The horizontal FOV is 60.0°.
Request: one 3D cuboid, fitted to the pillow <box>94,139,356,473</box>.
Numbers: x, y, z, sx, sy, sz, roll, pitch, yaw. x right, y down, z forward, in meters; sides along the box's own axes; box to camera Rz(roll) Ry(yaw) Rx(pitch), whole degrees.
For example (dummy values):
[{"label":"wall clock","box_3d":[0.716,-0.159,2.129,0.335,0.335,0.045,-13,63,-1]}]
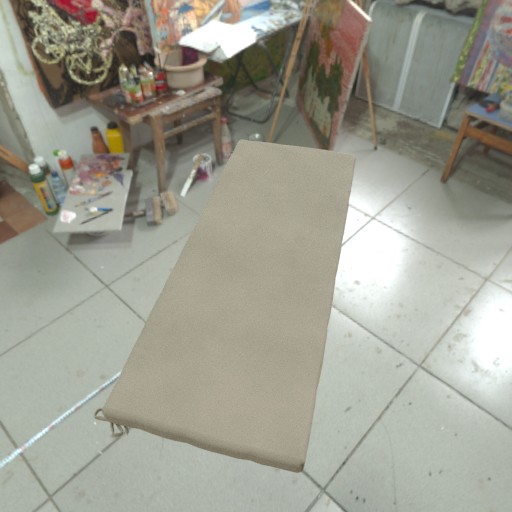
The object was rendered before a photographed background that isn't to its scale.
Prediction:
[{"label":"pillow","box_3d":[0.000,0.000,1.333,0.492,0.081,1.187,10,47,10]}]
